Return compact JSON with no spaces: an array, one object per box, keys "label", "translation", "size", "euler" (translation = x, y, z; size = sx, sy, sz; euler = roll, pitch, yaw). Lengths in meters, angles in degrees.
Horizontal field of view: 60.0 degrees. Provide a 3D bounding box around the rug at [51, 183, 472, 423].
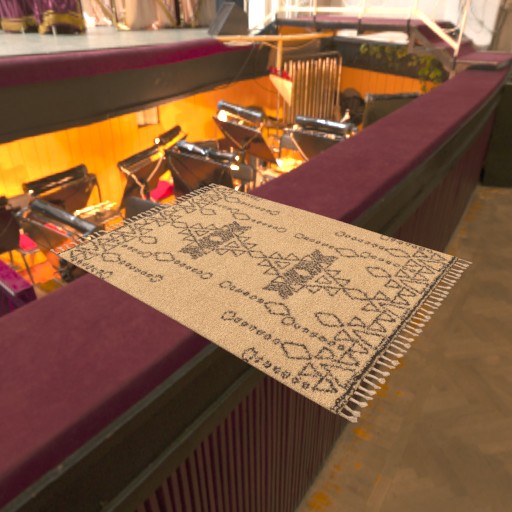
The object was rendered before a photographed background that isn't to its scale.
[{"label":"rug","translation":[0.000,0.000,3.862],"size":[3.027,0.028,2.125],"euler":[22,37,32]}]
